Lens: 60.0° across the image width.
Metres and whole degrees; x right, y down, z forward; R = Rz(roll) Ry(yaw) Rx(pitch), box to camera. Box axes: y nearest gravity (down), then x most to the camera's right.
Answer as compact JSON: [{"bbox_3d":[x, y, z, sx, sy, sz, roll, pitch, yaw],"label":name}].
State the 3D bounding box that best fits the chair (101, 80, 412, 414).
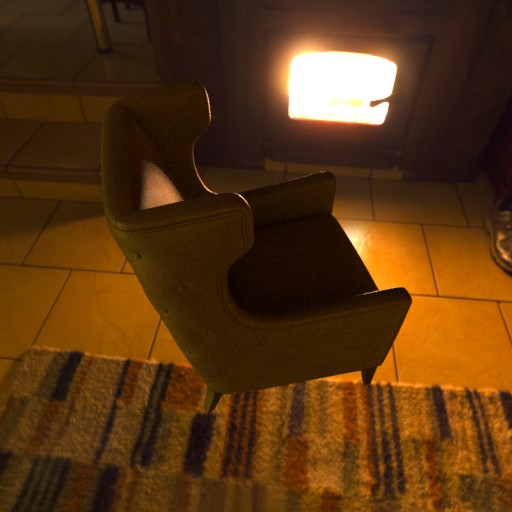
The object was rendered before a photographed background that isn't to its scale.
[{"bbox_3d":[0.000,0.000,1.654,0.899,1.079,0.769,-10,47,-10],"label":"chair"}]
